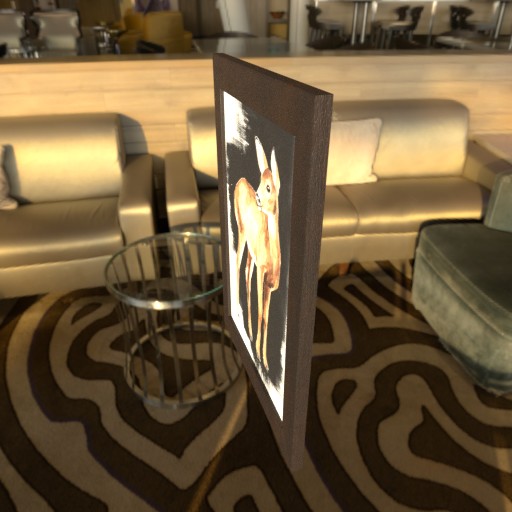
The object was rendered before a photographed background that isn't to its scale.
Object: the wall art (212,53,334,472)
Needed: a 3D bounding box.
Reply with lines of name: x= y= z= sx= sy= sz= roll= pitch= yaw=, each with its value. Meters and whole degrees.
wall art: x=0.000 y=0.000 z=0.652 sx=0.017 sy=0.513 sz=0.359 roll=-10 pitch=31 yaw=-16
